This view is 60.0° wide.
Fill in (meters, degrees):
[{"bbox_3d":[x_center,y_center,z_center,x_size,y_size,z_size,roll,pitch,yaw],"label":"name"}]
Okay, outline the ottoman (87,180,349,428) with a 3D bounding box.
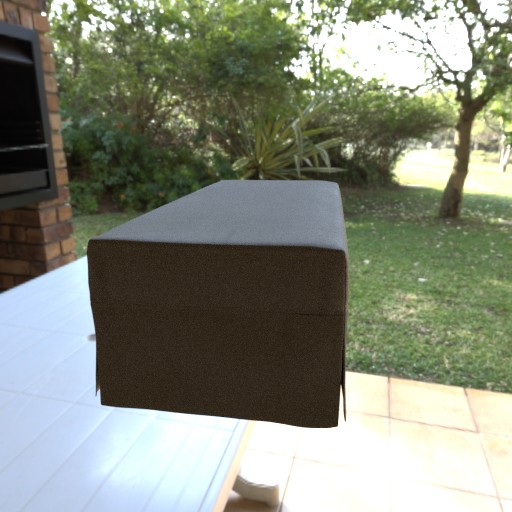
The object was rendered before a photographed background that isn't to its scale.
[{"bbox_3d":[0.000,0.000,1.690,0.665,0.457,1.388,3,16,9],"label":"ottoman"}]
